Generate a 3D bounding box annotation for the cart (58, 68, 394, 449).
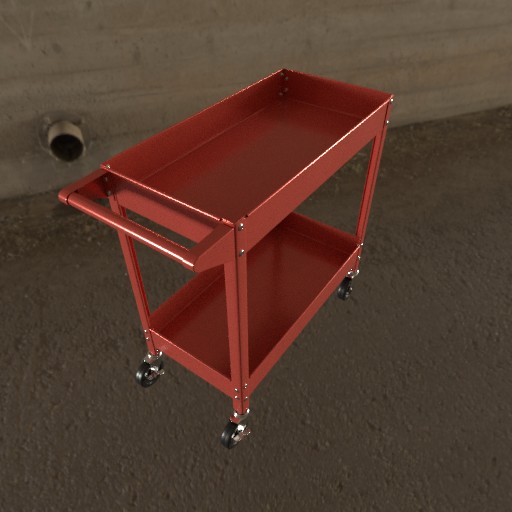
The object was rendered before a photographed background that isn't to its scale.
[{"bbox_3d":[0.000,0.000,1.205,0.366,0.719,0.779,25,47,26],"label":"cart"}]
